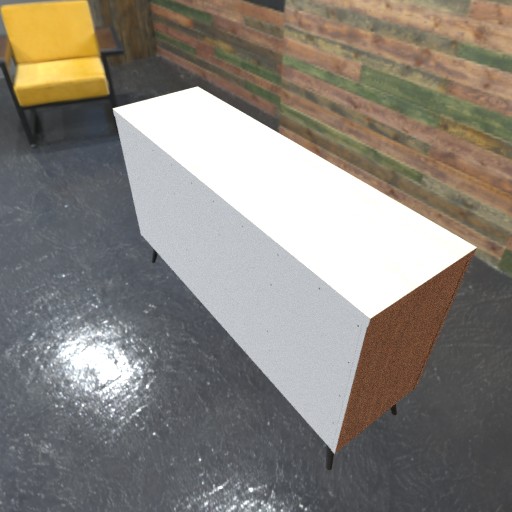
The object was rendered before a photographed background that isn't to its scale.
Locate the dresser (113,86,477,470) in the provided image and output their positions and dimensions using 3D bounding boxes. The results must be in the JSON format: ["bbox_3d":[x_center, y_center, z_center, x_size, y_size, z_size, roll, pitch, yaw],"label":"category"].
[{"bbox_3d":[0.000,0.000,1.919,0.457,0.914,1.524,-26,48,-27],"label":"dresser"}]
